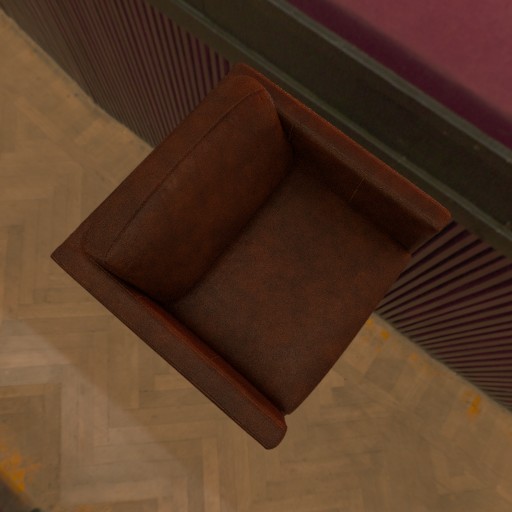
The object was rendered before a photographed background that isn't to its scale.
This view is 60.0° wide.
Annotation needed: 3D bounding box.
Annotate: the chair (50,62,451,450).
[{"bbox_3d":[0.000,0.000,1.741,0.975,0.864,0.990,39,79,9],"label":"chair"}]
